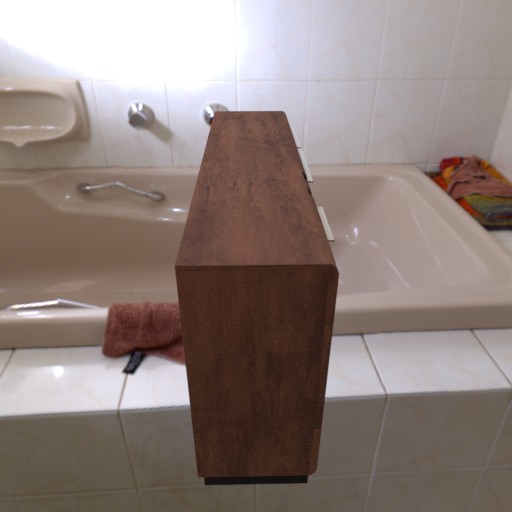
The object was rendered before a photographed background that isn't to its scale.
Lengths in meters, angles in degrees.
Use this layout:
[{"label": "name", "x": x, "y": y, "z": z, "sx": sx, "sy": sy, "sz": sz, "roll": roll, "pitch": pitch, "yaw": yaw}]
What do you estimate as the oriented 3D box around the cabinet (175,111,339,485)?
[{"label": "cabinet", "x": 0.000, "y": 0.000, "z": 1.974, "sx": 0.420, "sy": 0.900, "sz": 1.600, "roll": -1, "pitch": 31, "yaw": -1}]
